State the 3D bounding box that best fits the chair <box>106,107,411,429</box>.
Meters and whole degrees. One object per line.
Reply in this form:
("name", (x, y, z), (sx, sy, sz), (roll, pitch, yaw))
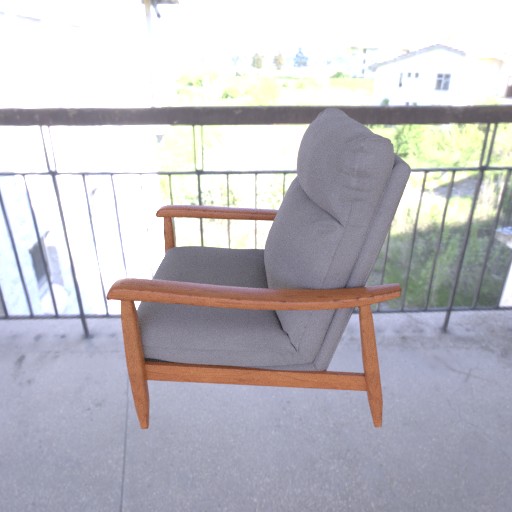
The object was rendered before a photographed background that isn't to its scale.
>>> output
("chair", (0.000, 0.000, 1.541), (0.816, 0.922, 0.782), (0, 25, 0))
